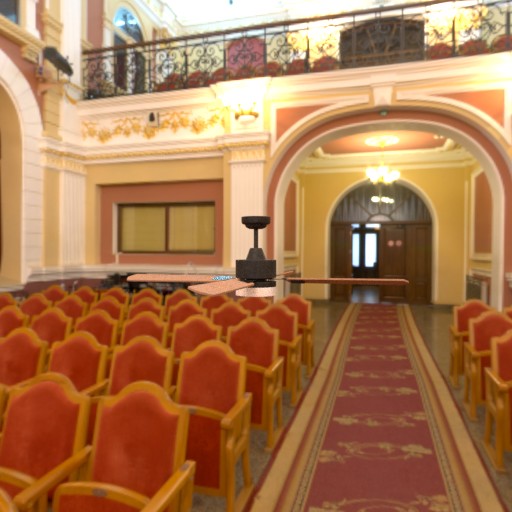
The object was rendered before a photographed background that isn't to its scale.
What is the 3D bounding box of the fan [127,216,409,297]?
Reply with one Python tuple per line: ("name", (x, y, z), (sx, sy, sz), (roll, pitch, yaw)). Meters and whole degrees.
("fan", (0.000, 0.000, 2.024), (1.320, 0.355, 1.320), (0, 0, 16))
